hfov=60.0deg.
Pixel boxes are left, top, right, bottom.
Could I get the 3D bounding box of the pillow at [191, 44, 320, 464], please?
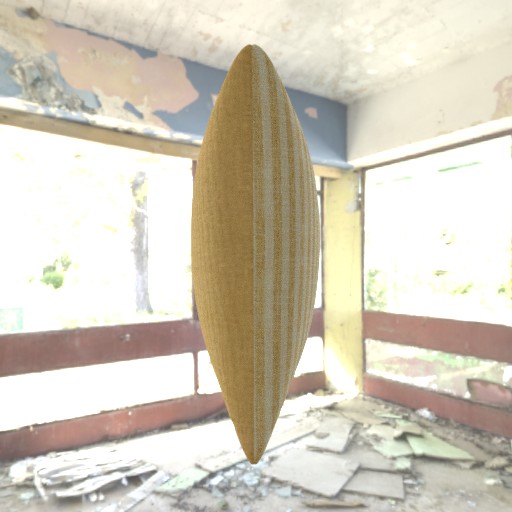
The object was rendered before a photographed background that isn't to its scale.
[{"bbox_3d":[0.000,0.000,0.627,0.173,0.407,0.419,0,-1,1],"label":"pillow"}]
